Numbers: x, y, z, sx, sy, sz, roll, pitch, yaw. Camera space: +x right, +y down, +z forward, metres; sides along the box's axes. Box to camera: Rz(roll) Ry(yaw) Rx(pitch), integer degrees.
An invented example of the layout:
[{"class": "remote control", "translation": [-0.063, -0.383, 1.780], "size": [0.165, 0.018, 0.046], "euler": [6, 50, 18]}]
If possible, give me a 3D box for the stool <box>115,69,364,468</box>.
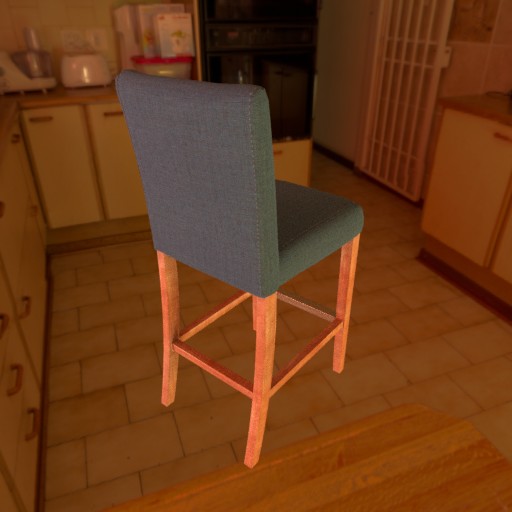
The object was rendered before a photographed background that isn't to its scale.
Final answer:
[{"class": "stool", "translation": [0.000, 0.000, 1.371], "size": [0.454, 1.088, 0.574], "euler": [21, 36, 33]}]
